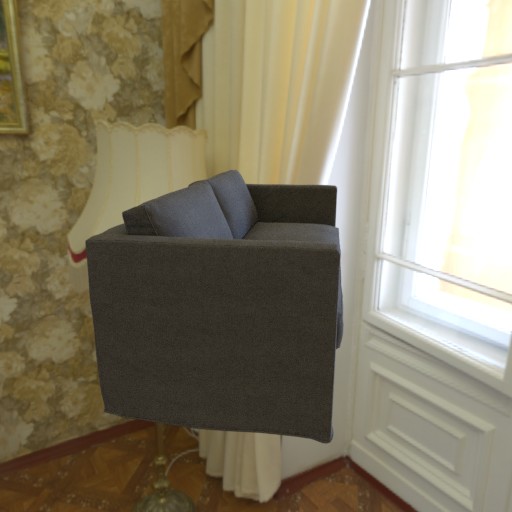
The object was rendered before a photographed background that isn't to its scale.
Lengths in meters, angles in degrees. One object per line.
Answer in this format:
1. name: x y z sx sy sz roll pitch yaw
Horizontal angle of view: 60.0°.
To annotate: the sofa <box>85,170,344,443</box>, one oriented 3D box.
1. sofa: 0.000 0.000 2.516 0.953 0.855 1.982 3 15 9
